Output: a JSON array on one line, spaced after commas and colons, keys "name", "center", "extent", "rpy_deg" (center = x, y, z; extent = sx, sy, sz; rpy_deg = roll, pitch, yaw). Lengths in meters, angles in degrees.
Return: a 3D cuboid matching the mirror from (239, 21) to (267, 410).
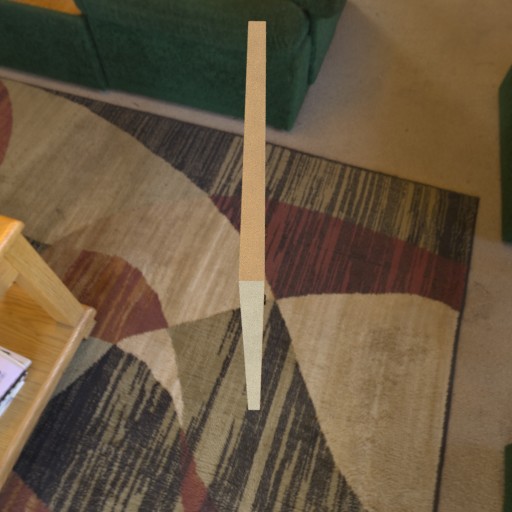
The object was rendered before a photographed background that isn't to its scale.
[{"name": "mirror", "center": [0.000, 0.000, 1.173], "extent": [0.041, 0.915, 0.609], "rpy_deg": [1, 60, 0]}]
